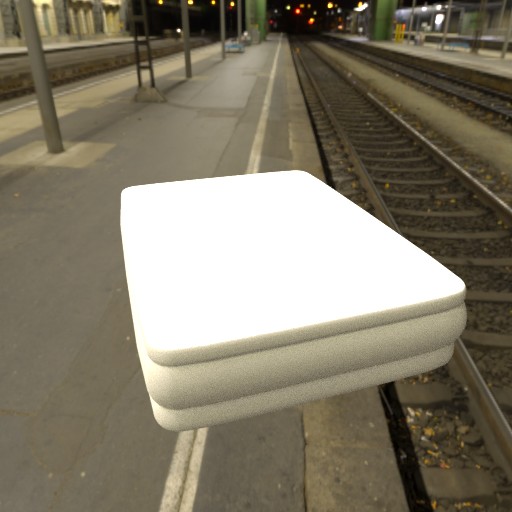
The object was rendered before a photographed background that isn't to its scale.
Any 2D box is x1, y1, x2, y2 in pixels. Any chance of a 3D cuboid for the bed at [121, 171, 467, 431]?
[{"bbox_3d":[0.000,0.000,2.682,1.520,0.460,2.036,-9,29,-16],"label":"bed"}]
